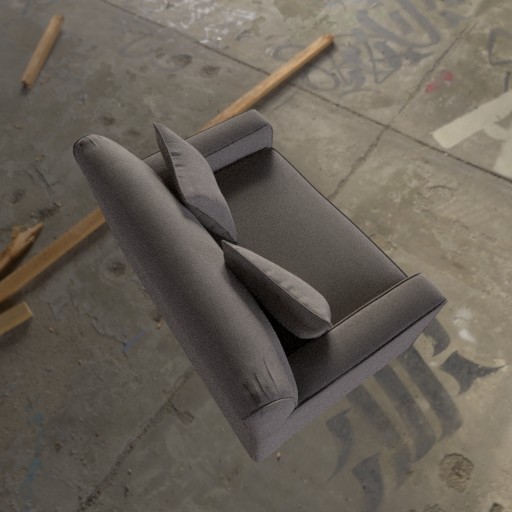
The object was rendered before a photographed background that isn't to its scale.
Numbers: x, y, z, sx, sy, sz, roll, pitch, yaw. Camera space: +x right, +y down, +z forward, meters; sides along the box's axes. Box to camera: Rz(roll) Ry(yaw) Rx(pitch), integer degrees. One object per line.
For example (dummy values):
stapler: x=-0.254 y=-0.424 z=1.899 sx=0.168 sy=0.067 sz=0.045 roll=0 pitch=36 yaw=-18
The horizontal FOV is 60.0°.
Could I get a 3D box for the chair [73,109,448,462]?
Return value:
chair: x=0.000 y=0.000 z=2.049 sx=0.992 sy=0.953 sz=1.395 roll=-30 pitch=63 yaw=-17
